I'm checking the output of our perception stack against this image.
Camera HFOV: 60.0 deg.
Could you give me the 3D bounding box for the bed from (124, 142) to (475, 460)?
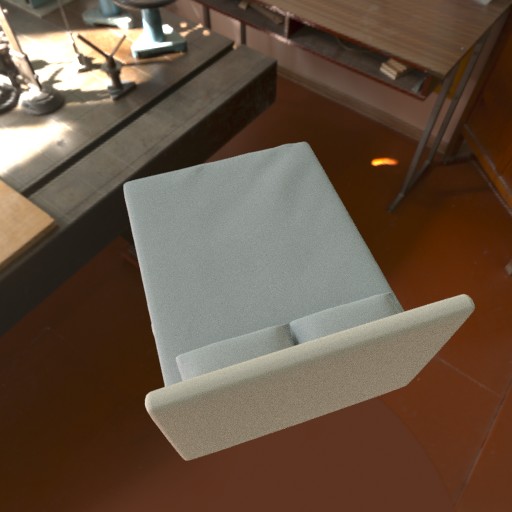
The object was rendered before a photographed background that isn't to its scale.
[{"bbox_3d":[0.000,0.000,3.176,1.748,1.330,2.142,-15,57,-10],"label":"bed"}]
